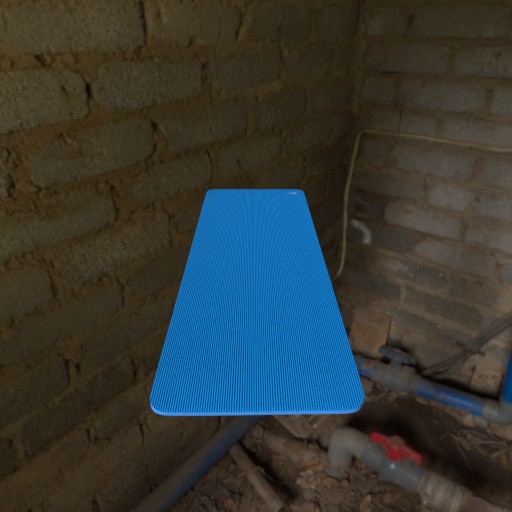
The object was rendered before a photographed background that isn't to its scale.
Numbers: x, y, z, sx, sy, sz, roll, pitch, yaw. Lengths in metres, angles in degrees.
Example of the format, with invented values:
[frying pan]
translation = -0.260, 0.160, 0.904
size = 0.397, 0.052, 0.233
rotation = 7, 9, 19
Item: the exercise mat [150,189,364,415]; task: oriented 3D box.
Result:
[exercise mat]
translation = 0.000, 0.000, 2.048
size = 0.616, 0.021, 1.869
rotation = 0, 28, 0
